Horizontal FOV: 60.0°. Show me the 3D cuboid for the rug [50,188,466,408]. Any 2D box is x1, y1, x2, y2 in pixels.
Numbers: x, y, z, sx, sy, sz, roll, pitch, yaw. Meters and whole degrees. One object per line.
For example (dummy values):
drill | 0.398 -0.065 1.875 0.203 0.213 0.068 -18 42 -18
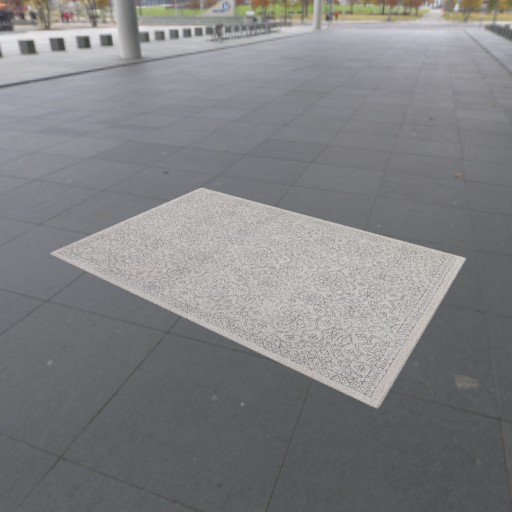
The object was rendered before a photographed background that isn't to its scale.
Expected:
rug | 0.000 0.000 2.918 2.286 0.011 1.524 19 34 30
